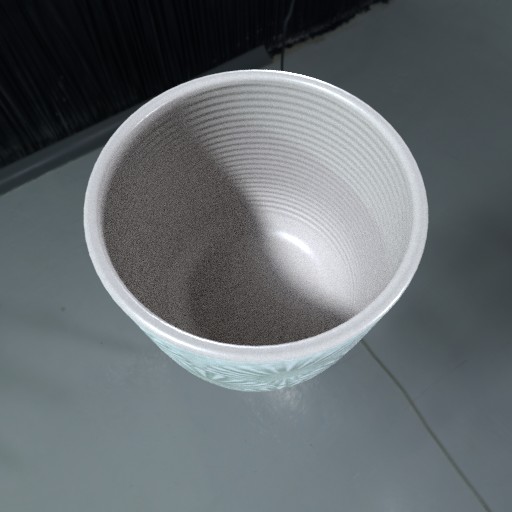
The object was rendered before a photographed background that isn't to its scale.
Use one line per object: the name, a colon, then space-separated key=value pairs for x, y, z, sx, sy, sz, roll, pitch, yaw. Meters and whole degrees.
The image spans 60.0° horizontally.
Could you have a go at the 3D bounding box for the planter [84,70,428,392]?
planter: x=0.000 y=0.000 z=0.209 sx=0.124 sy=0.109 sz=0.124 roll=0 pitch=64 yaw=0
